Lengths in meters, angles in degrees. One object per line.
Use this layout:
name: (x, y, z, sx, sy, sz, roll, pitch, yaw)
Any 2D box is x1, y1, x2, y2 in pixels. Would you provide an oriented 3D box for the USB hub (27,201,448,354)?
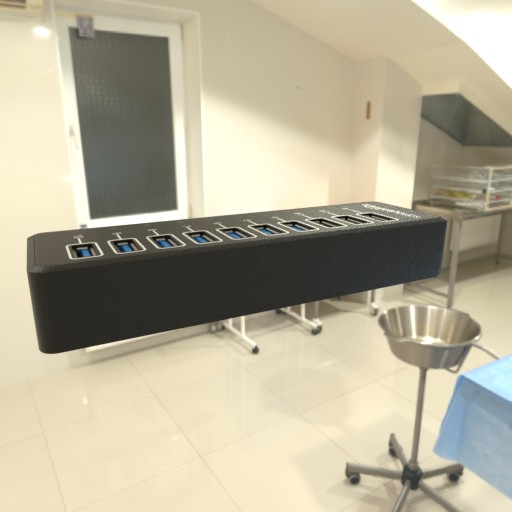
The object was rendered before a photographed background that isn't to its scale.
USB hub: (0.000, 0.000, 0.159, 0.145, 0.023, 0.044, -8, 18, -25)
